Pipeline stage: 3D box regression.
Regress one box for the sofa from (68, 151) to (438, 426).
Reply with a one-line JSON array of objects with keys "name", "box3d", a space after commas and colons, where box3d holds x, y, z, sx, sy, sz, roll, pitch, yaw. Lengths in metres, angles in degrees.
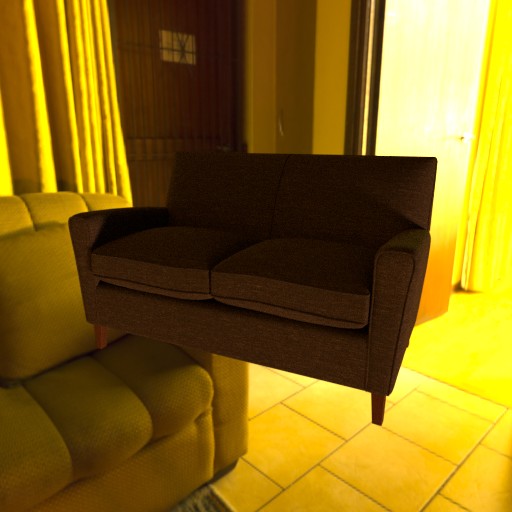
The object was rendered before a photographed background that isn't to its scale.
[{"name": "sofa", "box3d": [0.000, 0.000, 2.069, 1.509, 0.905, 0.867, 7, 17, 25]}]
